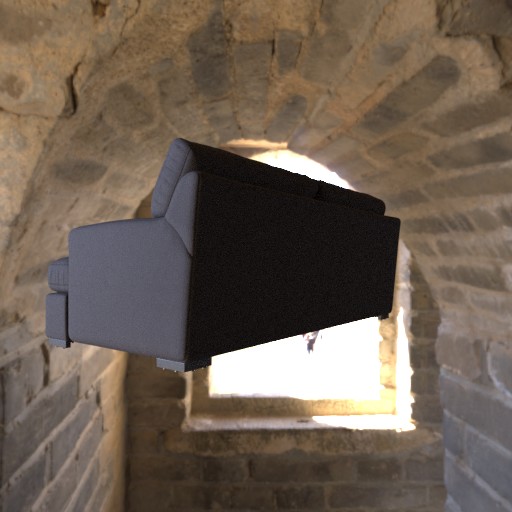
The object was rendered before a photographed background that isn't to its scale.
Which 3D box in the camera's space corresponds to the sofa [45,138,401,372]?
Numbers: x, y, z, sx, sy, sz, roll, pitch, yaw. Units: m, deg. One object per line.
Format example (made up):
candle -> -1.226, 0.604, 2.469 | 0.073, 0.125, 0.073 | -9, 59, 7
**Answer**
sofa -> 0.000, 0.000, 2.853 | 1.140, 0.950, 2.271 | -1, -1, 37
